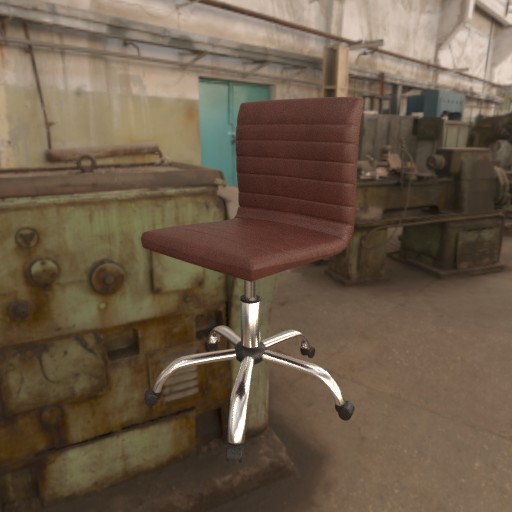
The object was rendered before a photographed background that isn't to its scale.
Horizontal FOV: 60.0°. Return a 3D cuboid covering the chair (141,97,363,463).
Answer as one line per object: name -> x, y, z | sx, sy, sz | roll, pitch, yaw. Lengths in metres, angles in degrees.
chair -> 0.000, 0.000, 1.147 | 0.556, 0.780, 0.530 | 15, 22, 41
